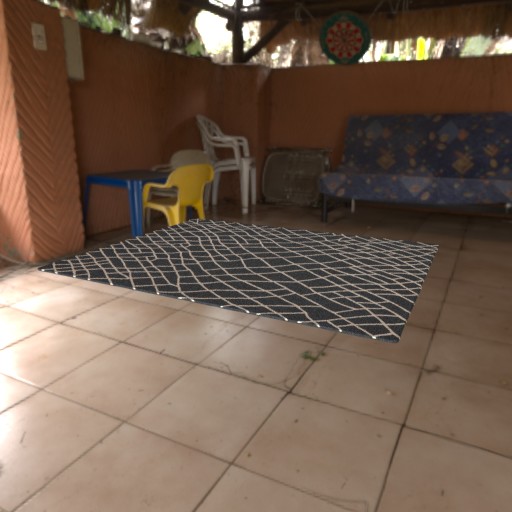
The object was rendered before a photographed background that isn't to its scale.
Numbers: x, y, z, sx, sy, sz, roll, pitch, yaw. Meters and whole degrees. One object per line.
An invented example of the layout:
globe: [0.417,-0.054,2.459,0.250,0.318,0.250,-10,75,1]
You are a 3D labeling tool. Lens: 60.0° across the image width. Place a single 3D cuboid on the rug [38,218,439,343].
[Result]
rug: [0.000,0.000,4.227,3.047,0.022,2.439,8,18,26]
